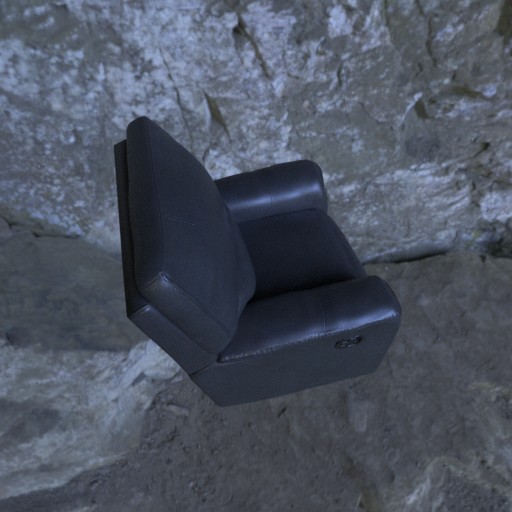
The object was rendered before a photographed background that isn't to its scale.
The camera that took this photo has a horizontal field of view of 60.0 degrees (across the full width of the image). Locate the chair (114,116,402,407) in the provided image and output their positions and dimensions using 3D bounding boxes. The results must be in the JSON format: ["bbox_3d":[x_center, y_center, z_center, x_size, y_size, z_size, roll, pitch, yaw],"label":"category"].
[{"bbox_3d":[0.000,0.000,2.072,1.087,1.109,1.096,-11,48,-10],"label":"chair"}]
